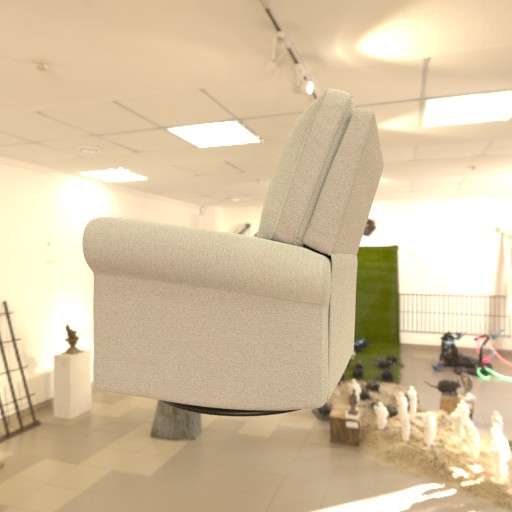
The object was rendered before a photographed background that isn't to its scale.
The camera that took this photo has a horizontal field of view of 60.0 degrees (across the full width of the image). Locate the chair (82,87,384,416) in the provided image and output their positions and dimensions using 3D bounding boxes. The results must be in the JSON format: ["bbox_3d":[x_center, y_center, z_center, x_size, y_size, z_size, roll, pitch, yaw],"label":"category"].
[{"bbox_3d":[0.000,0.000,1.623,0.878,0.960,0.890,0,0,18],"label":"chair"}]
